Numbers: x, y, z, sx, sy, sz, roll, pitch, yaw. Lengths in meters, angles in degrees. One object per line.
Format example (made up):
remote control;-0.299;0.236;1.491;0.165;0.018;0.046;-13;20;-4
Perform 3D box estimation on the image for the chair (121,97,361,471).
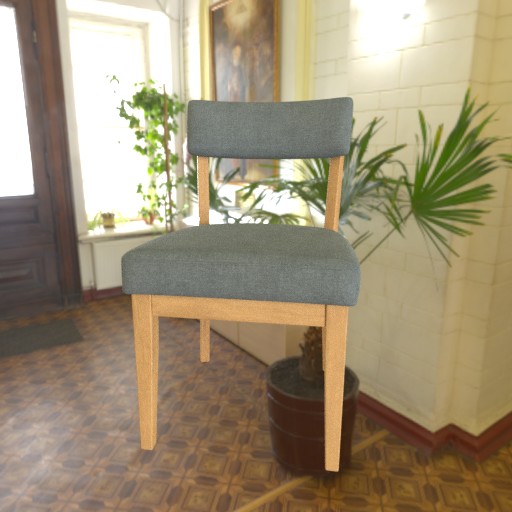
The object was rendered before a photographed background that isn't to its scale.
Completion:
chair;0.000;0.000;1.169;0.508;0.832;0.572;2;14;9
